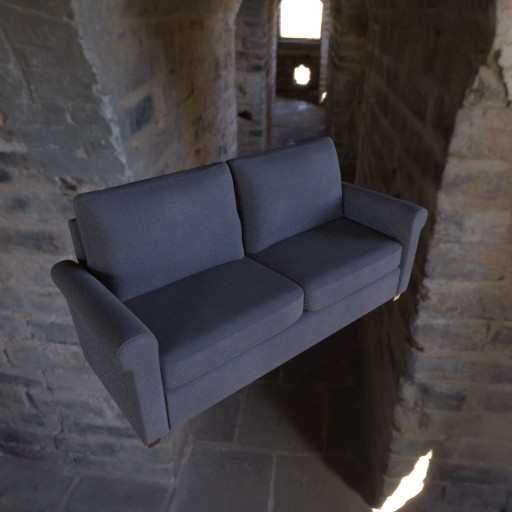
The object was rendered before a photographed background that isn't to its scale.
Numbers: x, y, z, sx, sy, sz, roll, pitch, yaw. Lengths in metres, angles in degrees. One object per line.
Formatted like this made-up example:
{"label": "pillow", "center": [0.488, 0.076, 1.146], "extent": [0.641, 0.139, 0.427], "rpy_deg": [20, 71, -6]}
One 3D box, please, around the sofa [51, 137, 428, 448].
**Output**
{"label": "sofa", "center": [0.000, 0.000, 2.413], "extent": [1.935, 0.942, 0.842], "rpy_deg": [-22, 36, -33]}
